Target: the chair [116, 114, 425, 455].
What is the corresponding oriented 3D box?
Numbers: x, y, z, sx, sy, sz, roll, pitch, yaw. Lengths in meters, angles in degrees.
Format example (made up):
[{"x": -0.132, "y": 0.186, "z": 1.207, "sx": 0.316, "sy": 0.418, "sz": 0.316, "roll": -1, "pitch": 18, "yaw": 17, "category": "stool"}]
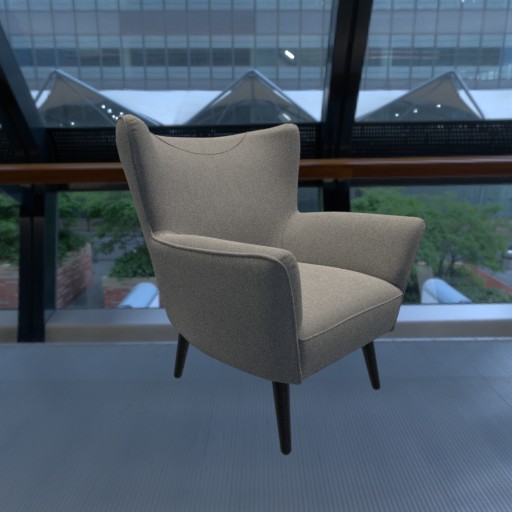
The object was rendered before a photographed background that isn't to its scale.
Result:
[{"x": 0.000, "y": 0.000, "z": 1.556, "sx": 0.781, "sy": 0.933, "sz": 0.888, "roll": -13, "pitch": 19, "yaw": -43, "category": "chair"}]
